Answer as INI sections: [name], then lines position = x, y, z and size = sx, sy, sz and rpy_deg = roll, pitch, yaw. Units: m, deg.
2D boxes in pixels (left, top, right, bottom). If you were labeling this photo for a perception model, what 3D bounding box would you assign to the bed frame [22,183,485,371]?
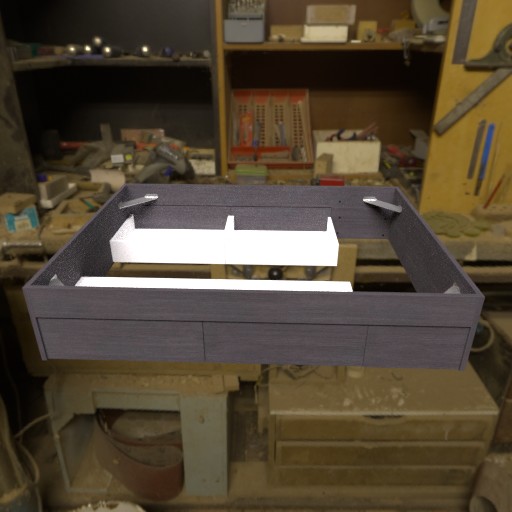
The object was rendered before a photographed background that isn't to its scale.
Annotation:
[bed frame]
position = 0.000, 0.000, 2.593
size = 1.944, 0.459, 1.448
rpy_deg = 1, 27, 2
